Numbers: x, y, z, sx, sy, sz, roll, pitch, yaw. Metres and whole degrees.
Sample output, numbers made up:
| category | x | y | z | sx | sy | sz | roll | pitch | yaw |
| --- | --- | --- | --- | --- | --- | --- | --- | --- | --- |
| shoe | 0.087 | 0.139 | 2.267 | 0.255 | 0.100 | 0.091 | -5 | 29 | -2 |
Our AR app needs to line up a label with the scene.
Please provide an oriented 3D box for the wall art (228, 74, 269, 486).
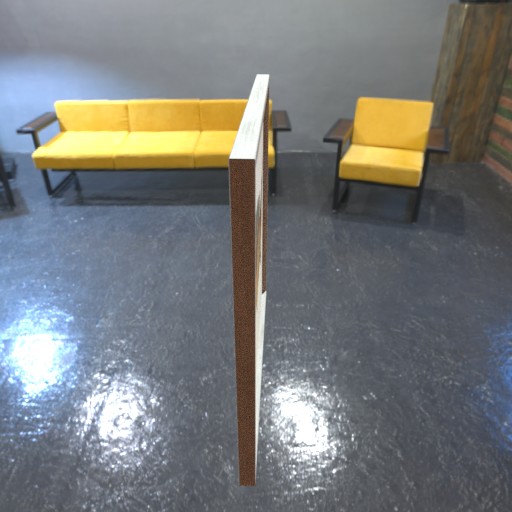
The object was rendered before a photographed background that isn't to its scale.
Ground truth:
| category | x | y | z | sx | sy | sz | roll | pitch | yaw |
| --- | --- | --- | --- | --- | --- | --- | --- | --- | --- |
| wall art | 0.000 | 0.000 | 0.452 | 0.015 | 0.303 | 0.303 | 2 | 31 | 3 |
